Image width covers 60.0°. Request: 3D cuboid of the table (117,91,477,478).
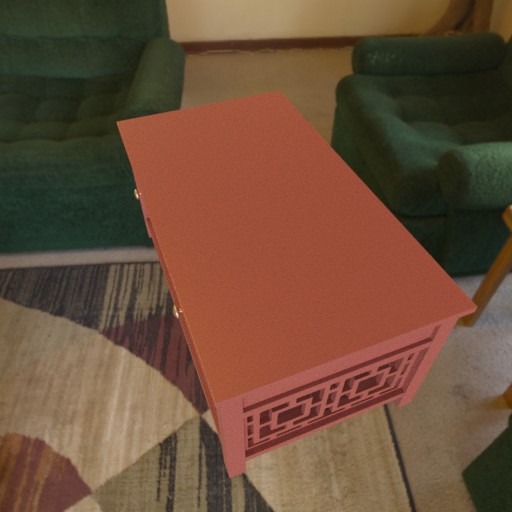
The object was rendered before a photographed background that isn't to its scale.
[{"bbox_3d":[0.000,0.000,1.404,0.612,0.493,1.068,-16,49,-15],"label":"table"}]
